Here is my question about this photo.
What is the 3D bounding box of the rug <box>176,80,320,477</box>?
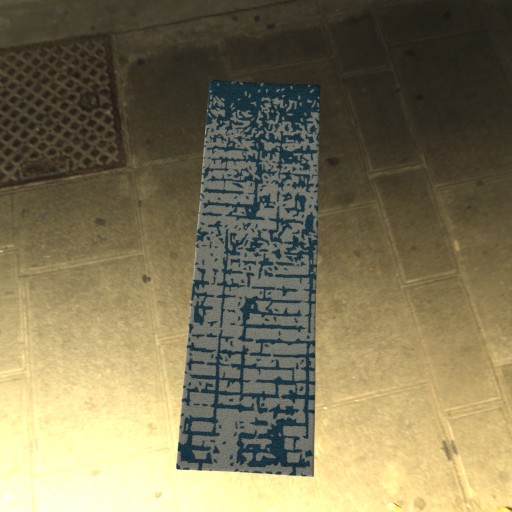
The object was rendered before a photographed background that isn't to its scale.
[{"bbox_3d":[0.000,0.000,2.704,0.750,0.011,2.435,3,76,1],"label":"rug"}]
